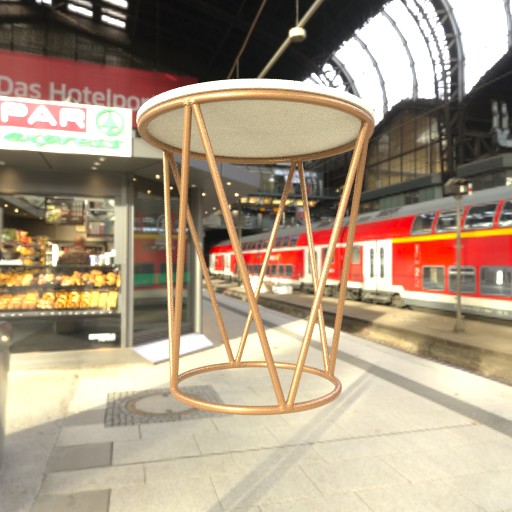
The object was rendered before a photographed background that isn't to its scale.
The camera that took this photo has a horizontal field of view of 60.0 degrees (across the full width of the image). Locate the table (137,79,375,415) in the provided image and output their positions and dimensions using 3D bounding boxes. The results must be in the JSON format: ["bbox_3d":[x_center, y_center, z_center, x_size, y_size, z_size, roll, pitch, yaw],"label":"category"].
[{"bbox_3d":[0.000,0.000,0.959,0.500,0.564,0.500,0,-1,0],"label":"table"}]
